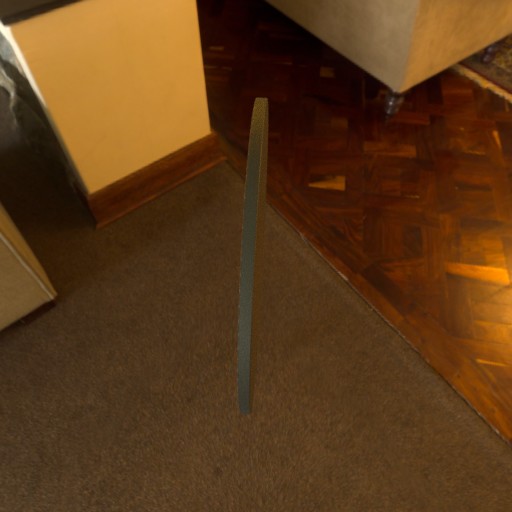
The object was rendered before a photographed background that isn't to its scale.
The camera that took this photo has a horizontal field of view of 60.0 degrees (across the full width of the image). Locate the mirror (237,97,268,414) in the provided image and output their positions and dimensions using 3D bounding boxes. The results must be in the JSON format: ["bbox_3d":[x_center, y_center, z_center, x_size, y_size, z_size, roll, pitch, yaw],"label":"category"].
[{"bbox_3d":[0.000,0.000,1.601,0.036,1.077,1.077,3,57,2],"label":"mirror"}]
